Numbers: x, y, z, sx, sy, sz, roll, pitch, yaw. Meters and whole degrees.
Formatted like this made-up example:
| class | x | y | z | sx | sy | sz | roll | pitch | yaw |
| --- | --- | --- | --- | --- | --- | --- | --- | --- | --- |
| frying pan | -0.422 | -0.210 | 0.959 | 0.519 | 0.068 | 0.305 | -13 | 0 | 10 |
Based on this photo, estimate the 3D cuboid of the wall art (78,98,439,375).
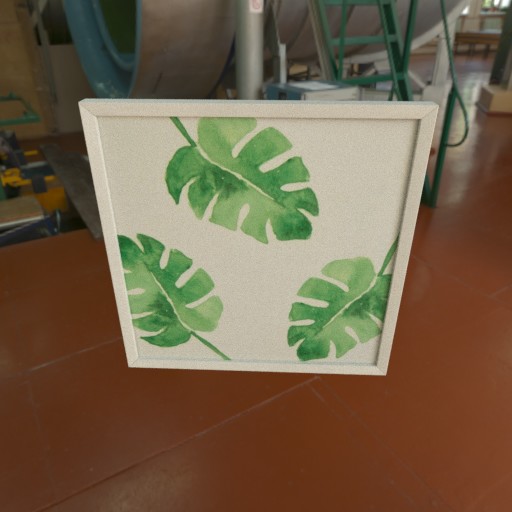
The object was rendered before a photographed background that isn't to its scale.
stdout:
| class | x | y | z | sx | sy | sz | roll | pitch | yaw |
| --- | --- | --- | --- | --- | --- | --- | --- | --- | --- |
| wall art | 0.000 | 0.000 | 1.140 | 0.762 | 0.762 | 0.040 | 1 | 30 | 2 |
